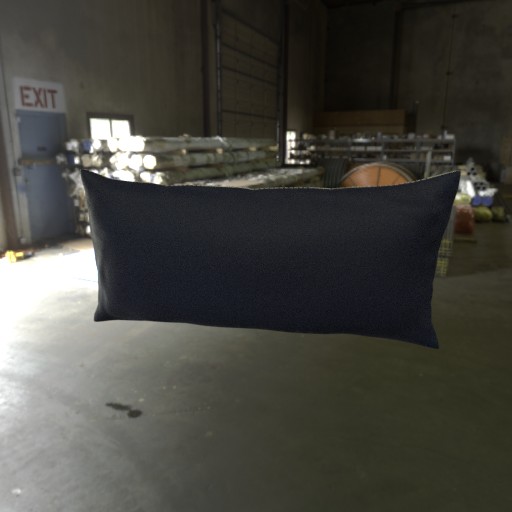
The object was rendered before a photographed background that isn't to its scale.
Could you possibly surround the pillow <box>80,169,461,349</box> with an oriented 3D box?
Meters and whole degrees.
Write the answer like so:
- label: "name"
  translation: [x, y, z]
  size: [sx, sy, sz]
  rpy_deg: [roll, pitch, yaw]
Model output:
- label: "pillow"
  translation: [0.000, 0.000, 0.738]
  size: [0.610, 0.287, 0.151]
  rpy_deg: [2, 15, 9]
